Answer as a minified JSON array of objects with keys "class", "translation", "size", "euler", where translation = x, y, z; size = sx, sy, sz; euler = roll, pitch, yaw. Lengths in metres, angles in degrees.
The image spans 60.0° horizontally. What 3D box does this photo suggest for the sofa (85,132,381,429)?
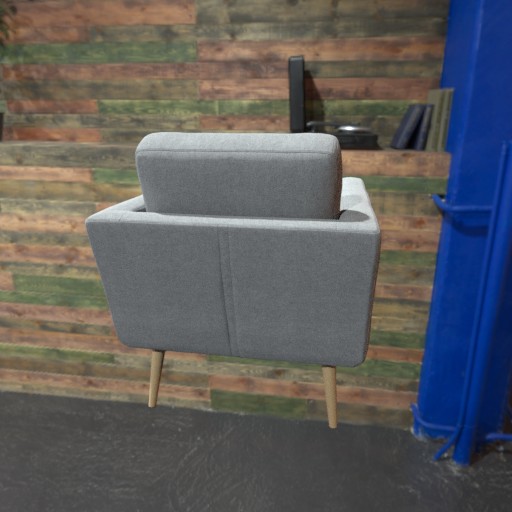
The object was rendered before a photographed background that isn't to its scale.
[{"class":"sofa","translation":[0.000,0.000,1.562],"size":[0.770,0.860,0.920],"euler":[3,18,10]}]
